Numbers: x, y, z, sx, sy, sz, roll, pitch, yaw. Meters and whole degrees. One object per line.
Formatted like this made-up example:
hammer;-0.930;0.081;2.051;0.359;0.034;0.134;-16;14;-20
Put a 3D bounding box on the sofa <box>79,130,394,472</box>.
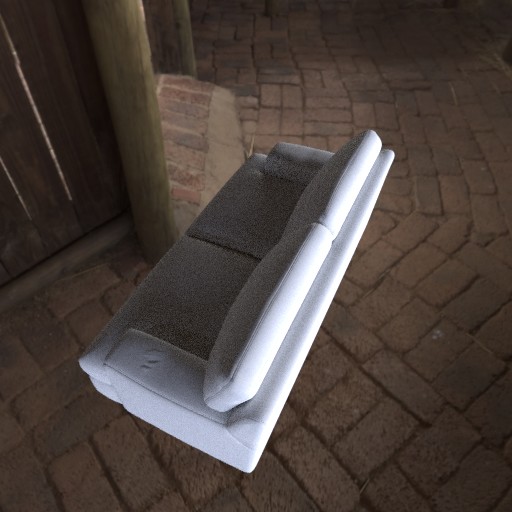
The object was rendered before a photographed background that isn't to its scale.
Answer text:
sofa;0.000;0.000;2.843;1.143;0.940;2.261;20;50;17
